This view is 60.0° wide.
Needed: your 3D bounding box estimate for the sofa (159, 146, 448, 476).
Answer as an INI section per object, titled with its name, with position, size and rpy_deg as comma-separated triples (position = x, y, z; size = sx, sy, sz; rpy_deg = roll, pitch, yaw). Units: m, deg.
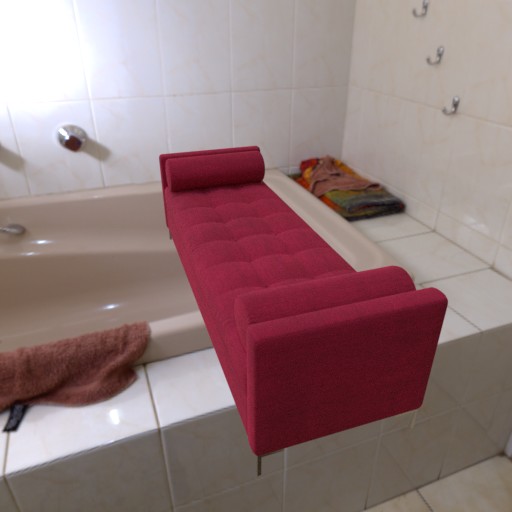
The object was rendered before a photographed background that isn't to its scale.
[sofa]
position = 0.000, 0.000, 2.320
size = 0.686, 0.635, 1.981
rpy_deg = -9, 30, -16
